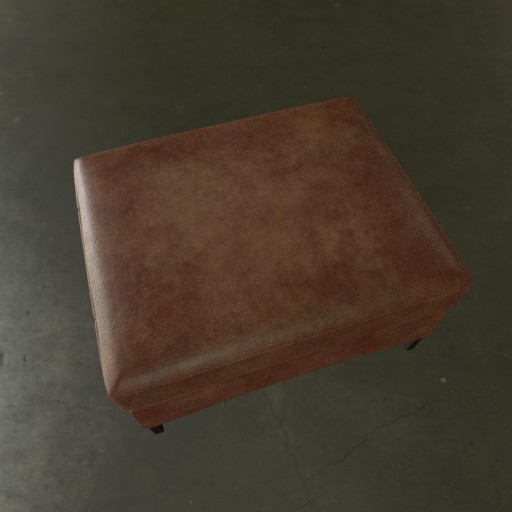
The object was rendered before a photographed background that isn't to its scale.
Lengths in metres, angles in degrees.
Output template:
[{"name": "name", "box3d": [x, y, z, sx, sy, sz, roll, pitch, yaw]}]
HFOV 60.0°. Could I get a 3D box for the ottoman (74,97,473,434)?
[{"name": "ottoman", "box3d": [0.000, 0.000, 1.779, 1.186, 0.667, 0.965, -16, 60, -9]}]
